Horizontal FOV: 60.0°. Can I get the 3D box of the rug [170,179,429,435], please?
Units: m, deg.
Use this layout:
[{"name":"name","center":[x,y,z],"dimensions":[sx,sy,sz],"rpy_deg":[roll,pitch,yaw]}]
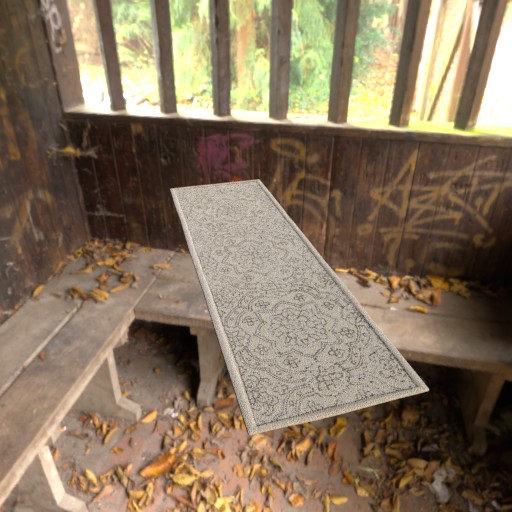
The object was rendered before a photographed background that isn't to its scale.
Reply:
[{"name":"rug","center":[0.000,0.000,2.716],"dimensions":[0.769,0.012,2.448],"rpy_deg":[-8,32,-14]}]
